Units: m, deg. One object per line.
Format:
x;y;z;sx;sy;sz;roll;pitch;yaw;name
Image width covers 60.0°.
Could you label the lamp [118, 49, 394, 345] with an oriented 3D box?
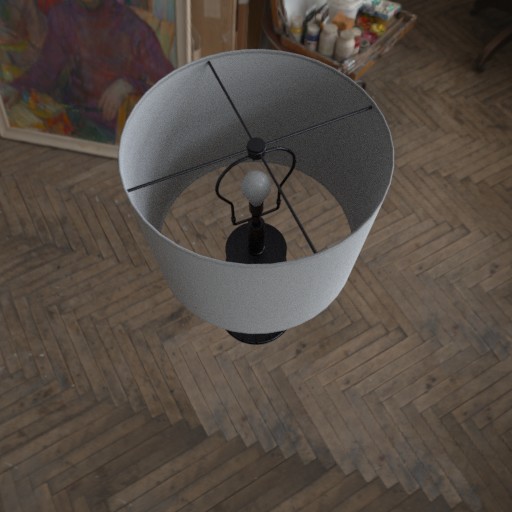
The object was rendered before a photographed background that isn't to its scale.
0.000;0.000;0.785;0.322;0.593;0.322;-21;65;-10;lamp
